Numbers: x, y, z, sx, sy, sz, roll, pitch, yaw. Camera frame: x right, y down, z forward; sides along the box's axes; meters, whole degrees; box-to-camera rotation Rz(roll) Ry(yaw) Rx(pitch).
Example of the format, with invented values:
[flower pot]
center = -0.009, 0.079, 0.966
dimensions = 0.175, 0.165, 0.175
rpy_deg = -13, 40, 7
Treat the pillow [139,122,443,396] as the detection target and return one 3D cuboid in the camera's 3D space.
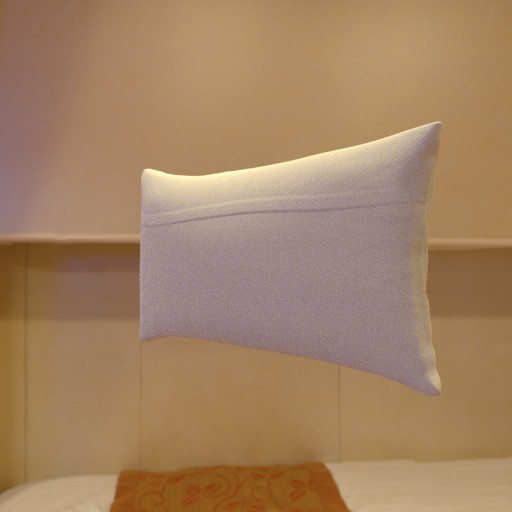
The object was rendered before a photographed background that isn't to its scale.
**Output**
[pillow]
center = 0.000, 0.000, 0.634
dimensions = 0.506, 0.305, 0.139
rpy_deg = 0, 0, 37
